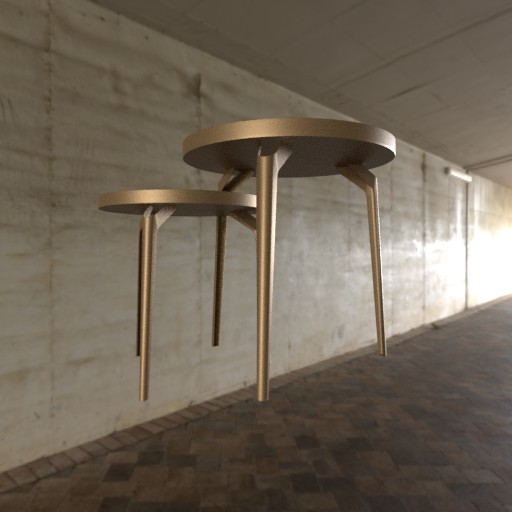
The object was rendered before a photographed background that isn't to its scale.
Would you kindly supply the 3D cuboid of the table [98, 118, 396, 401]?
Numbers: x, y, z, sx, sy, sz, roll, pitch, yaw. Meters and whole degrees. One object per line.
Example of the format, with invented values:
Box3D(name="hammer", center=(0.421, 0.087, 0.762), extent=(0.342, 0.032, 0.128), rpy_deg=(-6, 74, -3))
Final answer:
Box3D(name="table", center=(0.000, 0.000, 1.120), extent=(0.751, 0.555, 0.532), rpy_deg=(0, 1, -16))
